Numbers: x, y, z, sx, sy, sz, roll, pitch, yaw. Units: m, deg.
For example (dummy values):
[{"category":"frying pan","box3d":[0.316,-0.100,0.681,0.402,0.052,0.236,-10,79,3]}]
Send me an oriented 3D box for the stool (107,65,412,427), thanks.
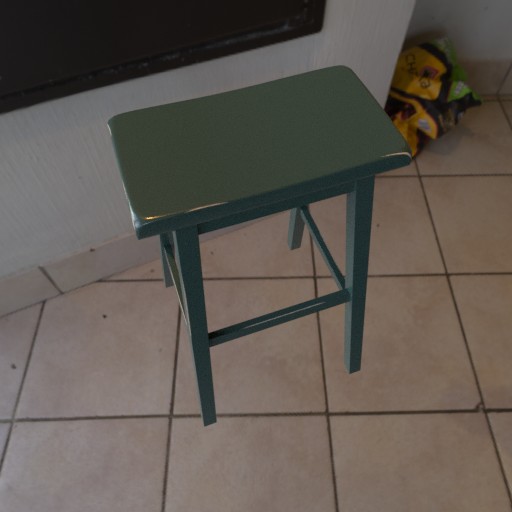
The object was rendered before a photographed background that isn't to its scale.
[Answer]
[{"category":"stool","box3d":[0.000,0.000,1.023,0.457,0.737,0.476,-17,59,-10]}]
